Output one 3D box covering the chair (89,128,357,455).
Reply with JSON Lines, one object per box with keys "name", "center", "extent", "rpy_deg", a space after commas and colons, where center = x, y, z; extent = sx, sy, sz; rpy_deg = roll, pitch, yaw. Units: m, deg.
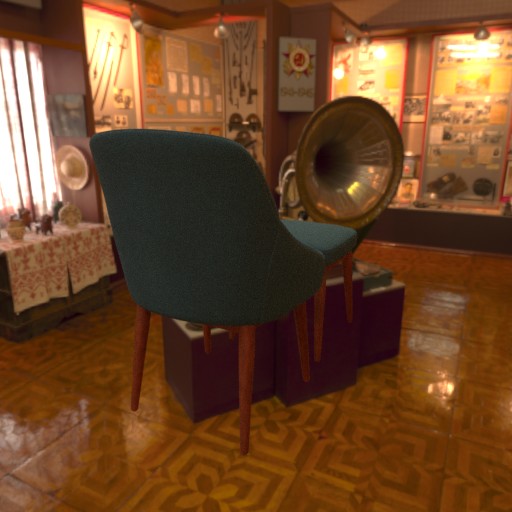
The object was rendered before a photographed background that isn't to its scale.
{"name": "chair", "center": [0.000, 0.000, 1.567], "extent": [0.584, 0.866, 1.114], "rpy_deg": [9, 18, 28]}
